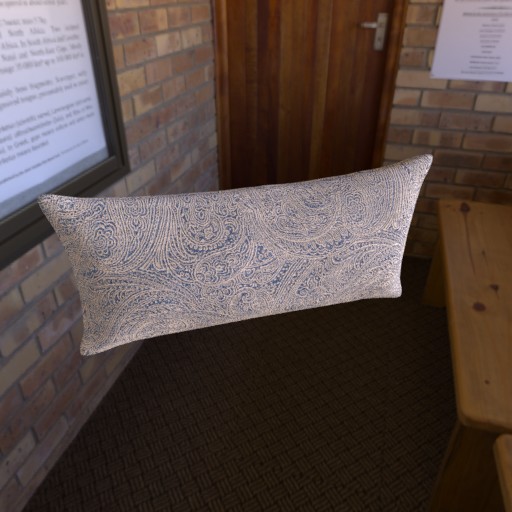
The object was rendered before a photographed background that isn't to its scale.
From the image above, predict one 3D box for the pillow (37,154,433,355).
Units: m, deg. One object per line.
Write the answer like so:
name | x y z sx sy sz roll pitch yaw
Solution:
pillow | 0.000 0.000 0.745 0.615 0.295 0.151 -8 32 -13
